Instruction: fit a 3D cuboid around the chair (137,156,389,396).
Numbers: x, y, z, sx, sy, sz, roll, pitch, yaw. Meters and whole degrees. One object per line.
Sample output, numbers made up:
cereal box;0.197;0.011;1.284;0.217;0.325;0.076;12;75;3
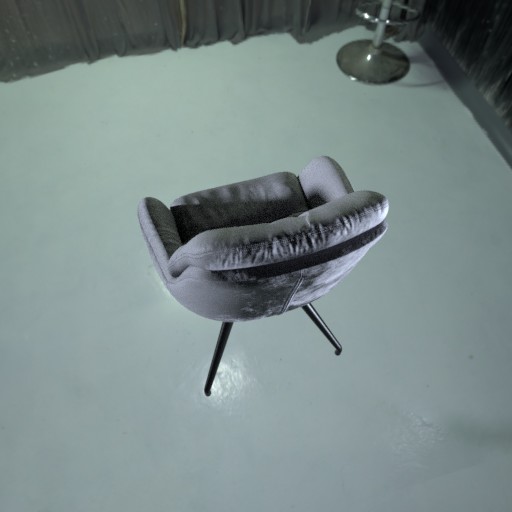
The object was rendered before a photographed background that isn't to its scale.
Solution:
chair;0.000;0.000;1.282;0.579;0.888;0.569;-15;59;-9
